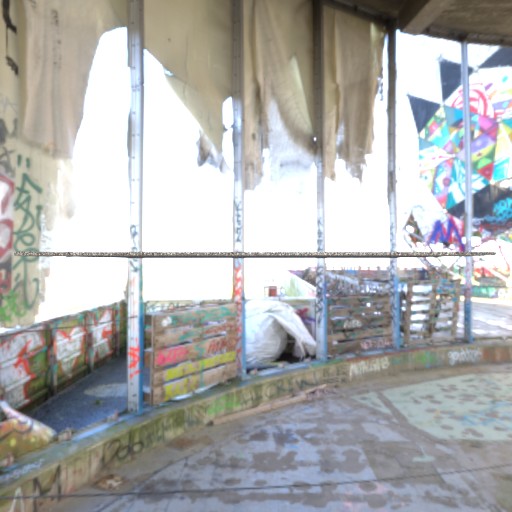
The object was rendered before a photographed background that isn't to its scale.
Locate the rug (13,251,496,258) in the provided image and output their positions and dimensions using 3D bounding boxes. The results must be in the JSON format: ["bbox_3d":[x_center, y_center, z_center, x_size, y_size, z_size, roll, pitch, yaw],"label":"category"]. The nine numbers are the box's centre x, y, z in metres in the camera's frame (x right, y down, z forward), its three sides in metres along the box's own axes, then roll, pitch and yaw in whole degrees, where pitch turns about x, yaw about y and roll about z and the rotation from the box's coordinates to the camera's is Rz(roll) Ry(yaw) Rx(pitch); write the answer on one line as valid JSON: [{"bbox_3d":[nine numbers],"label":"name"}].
[{"bbox_3d":[0.000,0.000,3.936,3.000,0.025,2.401,0,-1,1],"label":"rug"}]
